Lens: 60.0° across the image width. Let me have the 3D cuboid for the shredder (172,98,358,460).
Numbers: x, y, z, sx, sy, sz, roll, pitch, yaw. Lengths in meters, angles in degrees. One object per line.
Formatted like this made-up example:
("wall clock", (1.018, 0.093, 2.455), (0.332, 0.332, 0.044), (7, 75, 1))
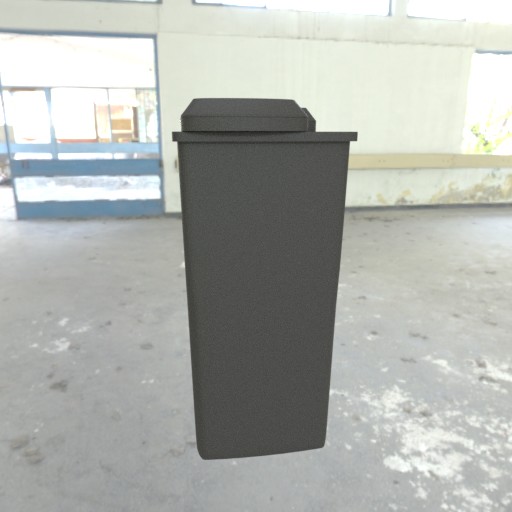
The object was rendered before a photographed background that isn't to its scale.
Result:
("shredder", (0.000, 0.000, 0.515), (0.170, 0.335, 0.320), (-2, 15, -8))
